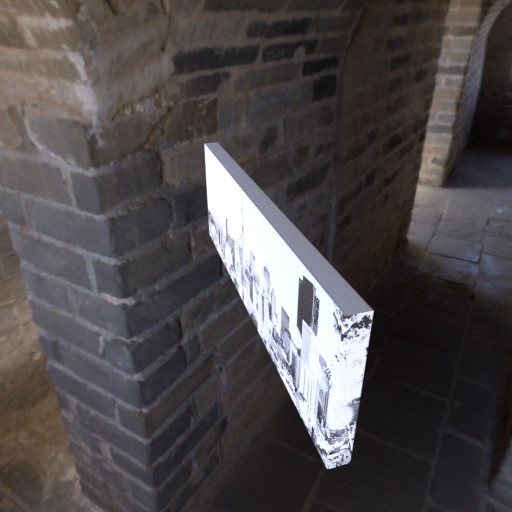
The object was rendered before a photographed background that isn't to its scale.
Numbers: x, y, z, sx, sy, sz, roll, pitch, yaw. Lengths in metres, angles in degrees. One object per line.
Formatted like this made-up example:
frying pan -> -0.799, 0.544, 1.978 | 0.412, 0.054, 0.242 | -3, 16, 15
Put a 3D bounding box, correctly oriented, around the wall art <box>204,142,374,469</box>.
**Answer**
wall art -> 0.000, 0.000, 0.867 | 0.036, 0.256, 0.766 | -8, 30, -15
